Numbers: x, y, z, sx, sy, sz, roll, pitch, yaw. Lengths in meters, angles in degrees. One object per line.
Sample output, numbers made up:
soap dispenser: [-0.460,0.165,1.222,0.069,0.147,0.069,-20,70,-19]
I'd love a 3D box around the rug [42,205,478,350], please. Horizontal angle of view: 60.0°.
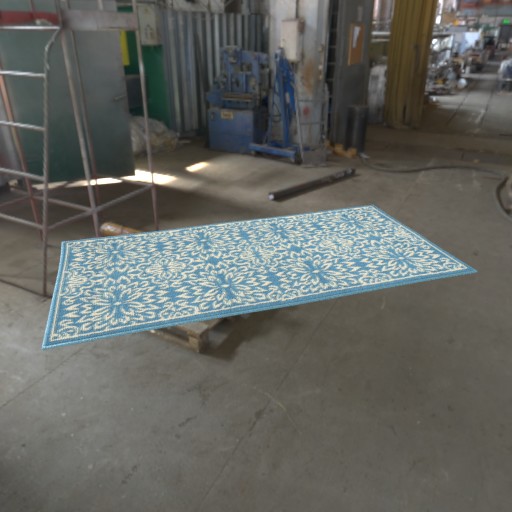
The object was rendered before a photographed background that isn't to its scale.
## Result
rug: [0.000,0.000,1.433,1.219,0.007,0.604,-8,28,-16]
